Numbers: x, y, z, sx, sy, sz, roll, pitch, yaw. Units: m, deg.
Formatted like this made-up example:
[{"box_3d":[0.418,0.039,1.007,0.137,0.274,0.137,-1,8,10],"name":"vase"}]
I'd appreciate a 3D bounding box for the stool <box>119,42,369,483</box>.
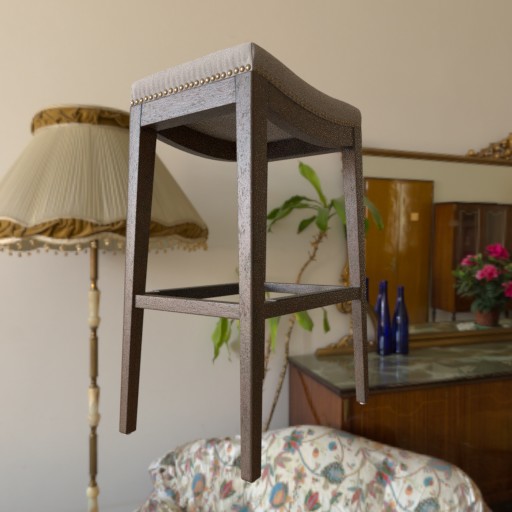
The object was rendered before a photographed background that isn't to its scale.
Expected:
[{"box_3d":[0.000,0.000,1.043,0.356,0.762,0.508,0,1,36],"name":"stool"}]
